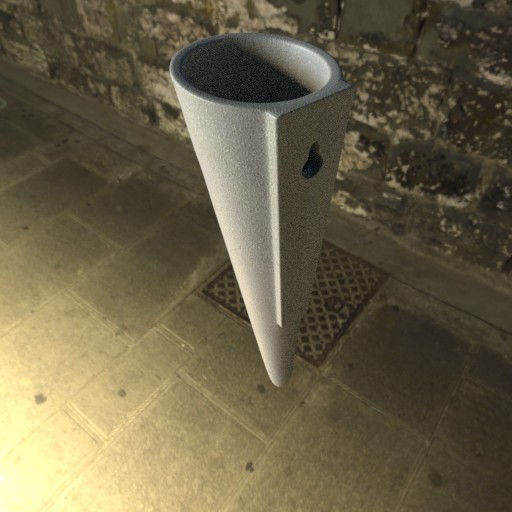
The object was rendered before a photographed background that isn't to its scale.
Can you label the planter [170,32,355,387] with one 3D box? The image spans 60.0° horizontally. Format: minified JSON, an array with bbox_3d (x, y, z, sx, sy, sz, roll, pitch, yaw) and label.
[{"bbox_3d":[0.000,0.000,0.222,0.057,0.191,0.064,-30,53,-25],"label":"planter"}]
